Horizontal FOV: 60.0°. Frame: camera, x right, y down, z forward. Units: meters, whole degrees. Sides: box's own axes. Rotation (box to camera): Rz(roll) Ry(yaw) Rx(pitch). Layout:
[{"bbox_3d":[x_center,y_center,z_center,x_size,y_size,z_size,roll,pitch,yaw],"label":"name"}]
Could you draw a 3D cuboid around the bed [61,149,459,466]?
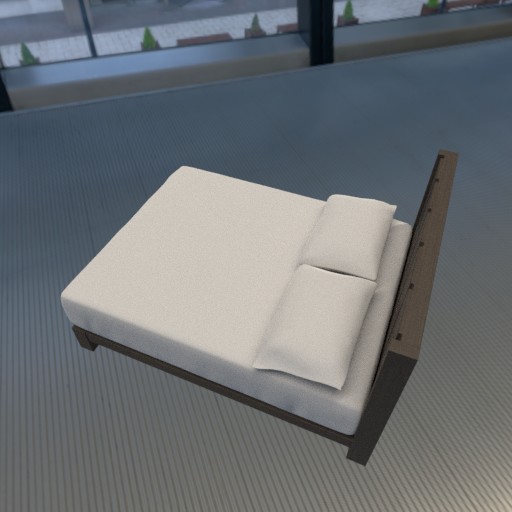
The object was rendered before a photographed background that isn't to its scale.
[{"bbox_3d":[0.000,0.000,3.203,2.242,1.270,1.727,17,48,16],"label":"bed"}]
